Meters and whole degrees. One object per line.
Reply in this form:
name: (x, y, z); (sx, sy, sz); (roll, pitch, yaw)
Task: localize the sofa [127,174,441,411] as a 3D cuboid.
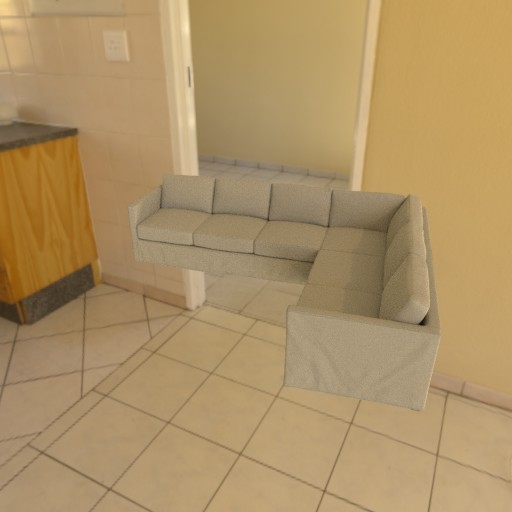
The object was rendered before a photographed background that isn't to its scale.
sofa: (0.000, 0.000, 4.342); (3.182, 0.871, 2.432); (8, 28, 15)
